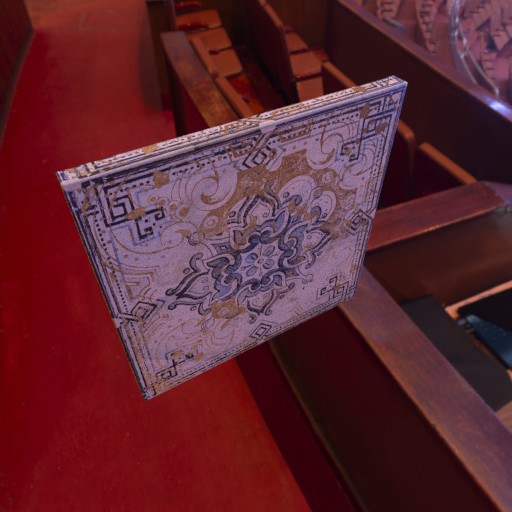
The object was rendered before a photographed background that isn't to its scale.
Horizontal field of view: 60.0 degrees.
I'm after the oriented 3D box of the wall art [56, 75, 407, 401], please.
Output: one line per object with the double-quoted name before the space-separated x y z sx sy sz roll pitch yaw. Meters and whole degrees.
"wall art" 0.000 0.000 0.913 0.609 0.607 0.036 -23 50 -21
